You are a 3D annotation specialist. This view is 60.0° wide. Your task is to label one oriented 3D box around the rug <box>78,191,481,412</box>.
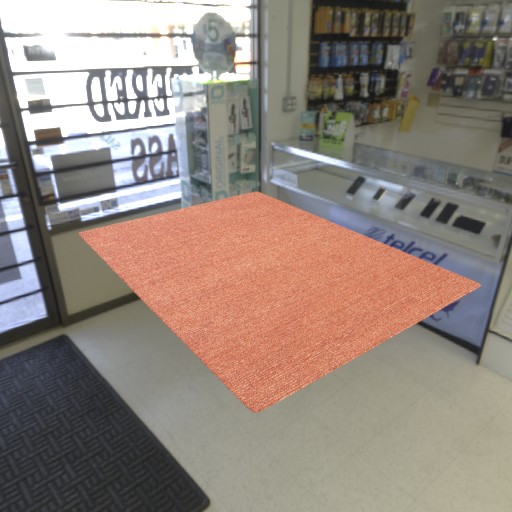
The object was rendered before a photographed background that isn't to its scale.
[{"bbox_3d":[0.000,0.000,2.809,1.594,0.009,2.112,-18,32,-32],"label":"rug"}]
